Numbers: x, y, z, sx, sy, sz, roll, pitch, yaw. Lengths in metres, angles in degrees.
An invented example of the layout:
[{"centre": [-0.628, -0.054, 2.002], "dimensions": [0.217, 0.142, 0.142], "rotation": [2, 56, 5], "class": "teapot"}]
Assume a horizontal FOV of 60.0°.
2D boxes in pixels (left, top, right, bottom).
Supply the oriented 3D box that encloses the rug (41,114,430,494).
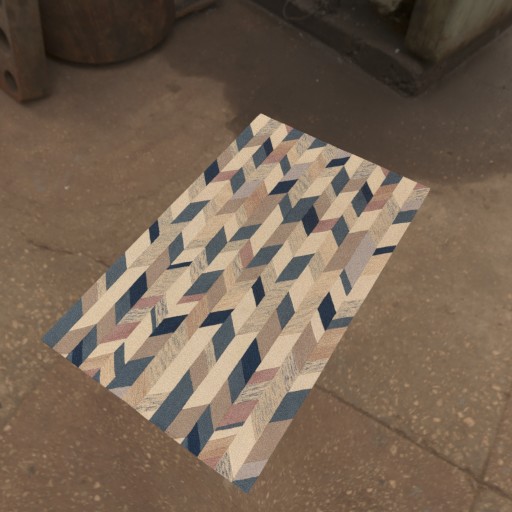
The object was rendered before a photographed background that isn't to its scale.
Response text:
[{"centre": [0.000, 0.000, 2.980], "dimensions": [1.513, 0.008, 2.423], "rotation": [29, 62, 17], "class": "rug"}]
